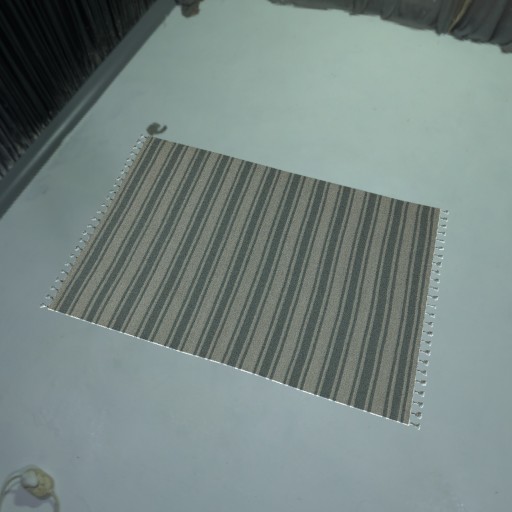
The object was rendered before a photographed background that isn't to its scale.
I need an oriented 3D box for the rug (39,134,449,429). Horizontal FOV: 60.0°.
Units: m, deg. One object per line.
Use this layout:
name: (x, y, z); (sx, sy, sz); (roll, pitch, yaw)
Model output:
rug: (0.000, 0.000, 2.985); (2.410, 0.011, 1.539); (16, 63, 8)
